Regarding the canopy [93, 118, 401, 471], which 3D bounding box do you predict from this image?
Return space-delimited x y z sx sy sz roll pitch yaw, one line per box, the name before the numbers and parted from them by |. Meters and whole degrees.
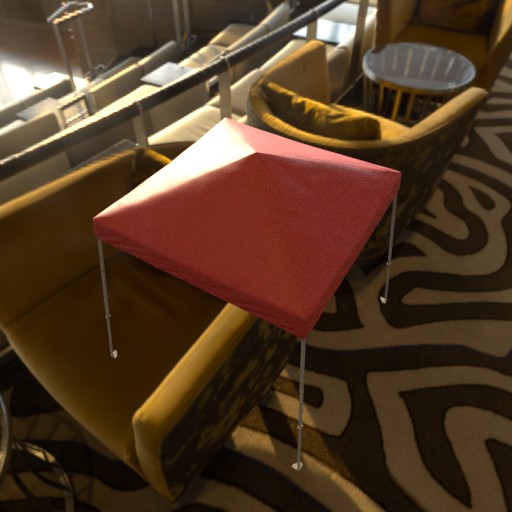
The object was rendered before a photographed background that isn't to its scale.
canopy | 0.000 0.000 6.662 3.600 3.600 3.599 23 50 21
